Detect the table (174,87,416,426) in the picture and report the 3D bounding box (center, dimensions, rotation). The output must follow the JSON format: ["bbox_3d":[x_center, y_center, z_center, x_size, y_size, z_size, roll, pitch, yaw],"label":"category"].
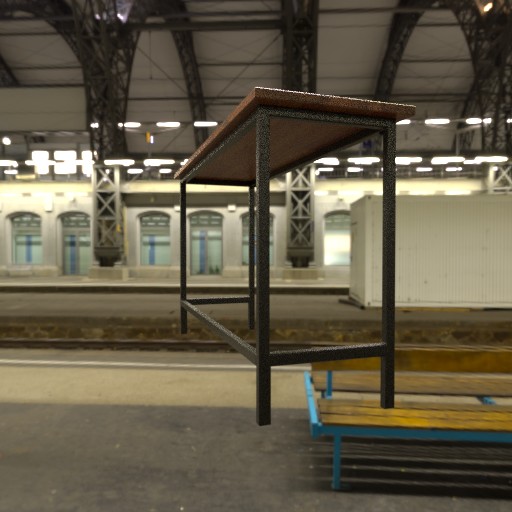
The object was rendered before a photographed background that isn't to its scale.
[{"bbox_3d":[0.000,0.000,1.576,0.408,0.740,1.204,0,1,-19],"label":"table"}]
